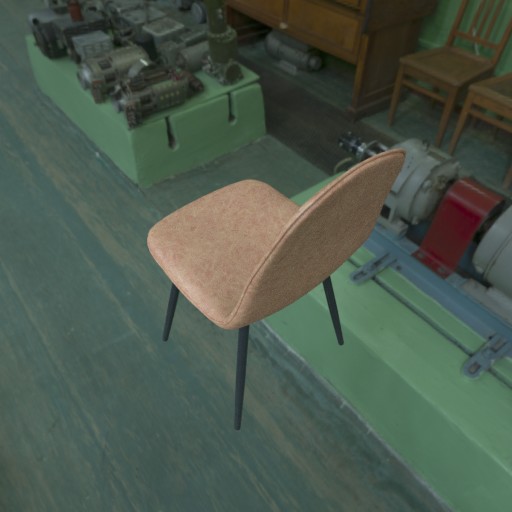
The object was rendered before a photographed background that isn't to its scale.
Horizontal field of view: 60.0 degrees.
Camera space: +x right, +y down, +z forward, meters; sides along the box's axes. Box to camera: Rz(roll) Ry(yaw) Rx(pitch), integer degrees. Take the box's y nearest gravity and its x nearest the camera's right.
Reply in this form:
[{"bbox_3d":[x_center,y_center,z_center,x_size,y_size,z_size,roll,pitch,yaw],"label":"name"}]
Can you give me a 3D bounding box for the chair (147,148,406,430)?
[{"bbox_3d":[0.000,0.000,1.193,0.472,0.889,0.561,-32,54,-26],"label":"chair"}]
